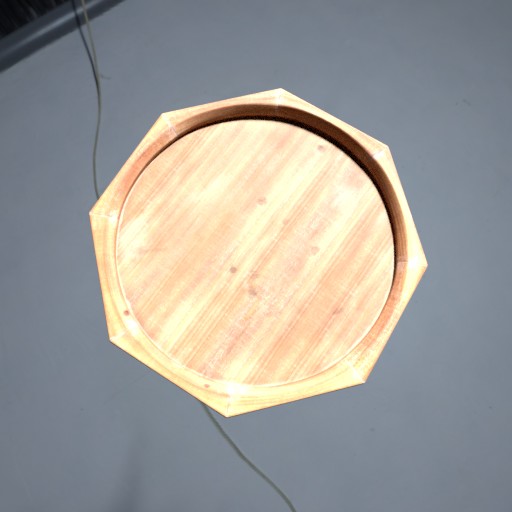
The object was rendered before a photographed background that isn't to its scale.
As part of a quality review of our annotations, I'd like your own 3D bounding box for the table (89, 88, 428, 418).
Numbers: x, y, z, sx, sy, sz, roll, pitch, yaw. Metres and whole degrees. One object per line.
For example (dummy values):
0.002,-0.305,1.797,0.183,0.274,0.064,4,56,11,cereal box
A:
0.000,0.000,1.507,1.002,0.444,1.002,0,77,0,table
